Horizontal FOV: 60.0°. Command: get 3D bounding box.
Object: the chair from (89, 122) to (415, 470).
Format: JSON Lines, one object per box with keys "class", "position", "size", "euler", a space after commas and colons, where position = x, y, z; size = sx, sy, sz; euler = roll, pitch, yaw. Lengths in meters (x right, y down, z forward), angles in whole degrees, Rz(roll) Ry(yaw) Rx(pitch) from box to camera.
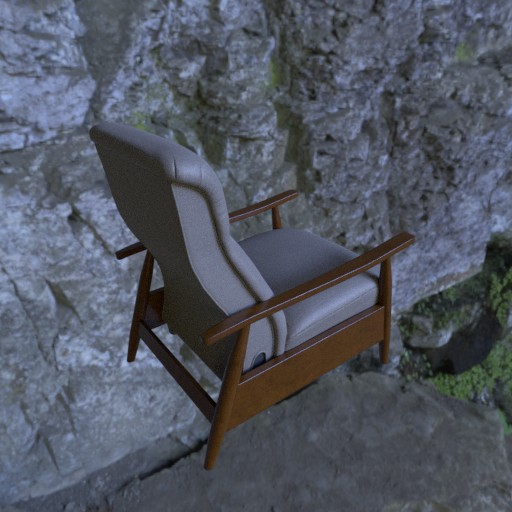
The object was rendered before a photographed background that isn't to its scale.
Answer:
{"class": "chair", "position": [0.000, 0.000, 1.803], "size": [1.032, 1.082, 0.762], "euler": [-18, 32, -32]}
